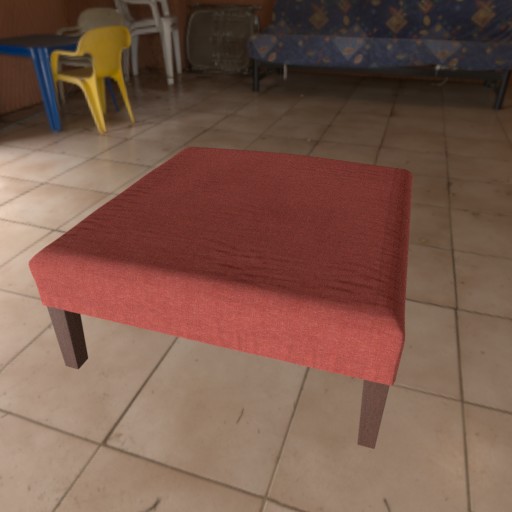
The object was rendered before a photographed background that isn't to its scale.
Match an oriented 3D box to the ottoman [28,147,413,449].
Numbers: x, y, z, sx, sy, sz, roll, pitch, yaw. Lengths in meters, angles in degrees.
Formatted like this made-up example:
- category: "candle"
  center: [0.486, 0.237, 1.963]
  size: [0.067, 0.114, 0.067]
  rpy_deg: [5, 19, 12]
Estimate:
- category: "ottoman"
  center: [0.000, 0.000, 1.405]
  size: [0.890, 0.411, 0.889]
  rpy_deg: [10, 33, 15]
